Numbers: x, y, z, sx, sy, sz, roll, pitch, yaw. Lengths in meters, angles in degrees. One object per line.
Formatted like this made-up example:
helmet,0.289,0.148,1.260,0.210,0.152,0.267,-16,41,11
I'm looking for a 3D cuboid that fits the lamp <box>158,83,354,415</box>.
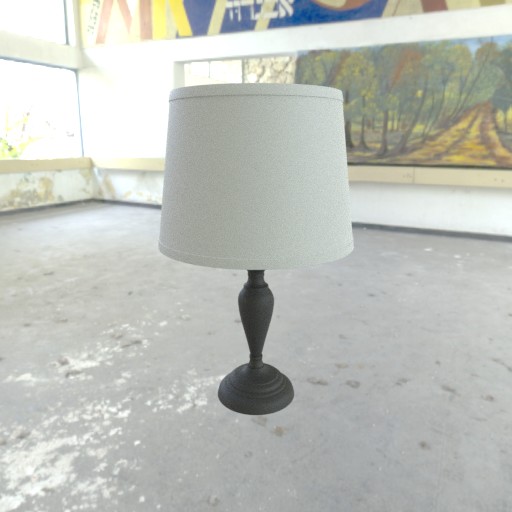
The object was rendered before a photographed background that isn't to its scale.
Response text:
lamp,0.000,0.000,0.724,0.310,0.501,0.310,0,15,0
